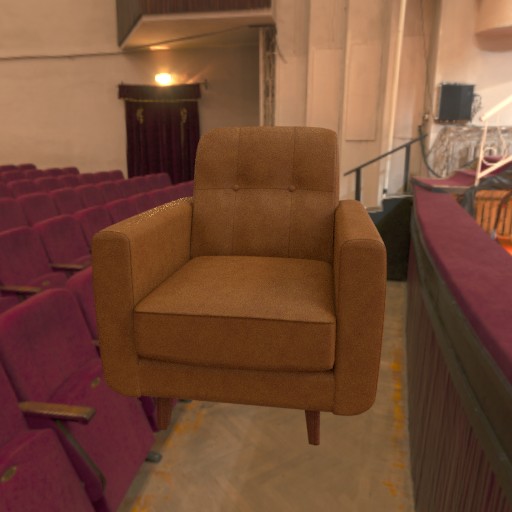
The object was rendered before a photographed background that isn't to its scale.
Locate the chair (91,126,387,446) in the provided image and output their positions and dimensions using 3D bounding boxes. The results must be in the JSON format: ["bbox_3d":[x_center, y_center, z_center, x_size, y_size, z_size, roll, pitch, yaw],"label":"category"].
[{"bbox_3d":[0.000,0.000,1.670,0.845,0.968,0.942,2,14,9],"label":"chair"}]
